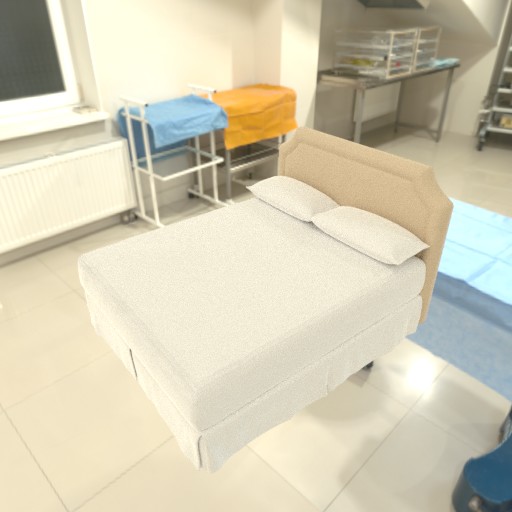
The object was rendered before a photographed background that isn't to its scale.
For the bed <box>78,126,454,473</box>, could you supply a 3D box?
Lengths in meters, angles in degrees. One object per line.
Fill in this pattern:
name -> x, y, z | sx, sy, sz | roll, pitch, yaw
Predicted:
bed -> 0.000, 0.000, 3.898 | 2.548, 1.524, 2.134 | -23, 38, -32
